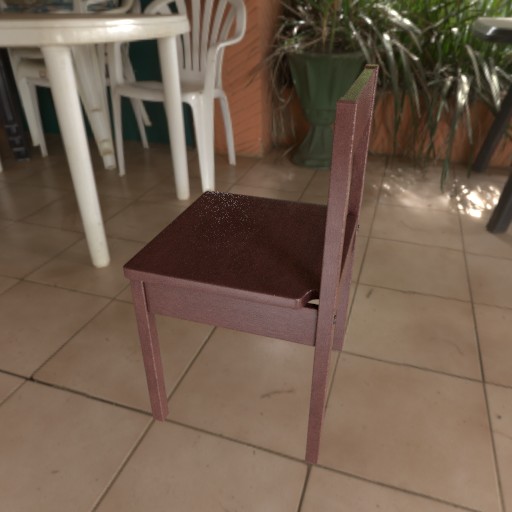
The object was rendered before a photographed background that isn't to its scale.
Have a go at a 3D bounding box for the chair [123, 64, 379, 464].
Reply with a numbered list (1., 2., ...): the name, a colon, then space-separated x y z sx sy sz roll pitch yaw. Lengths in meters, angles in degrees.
1. chair: 0.000 0.000 0.871 0.361 0.668 0.367 9 31 15
